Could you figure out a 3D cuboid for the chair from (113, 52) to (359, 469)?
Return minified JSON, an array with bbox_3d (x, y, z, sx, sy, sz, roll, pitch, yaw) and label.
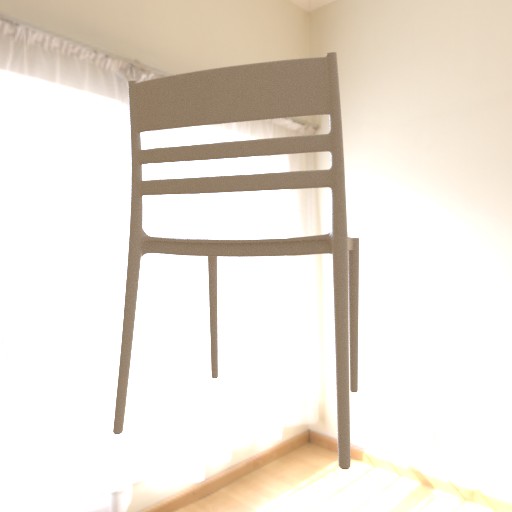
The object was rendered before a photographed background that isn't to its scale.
[{"bbox_3d":[0.000,0.000,1.139,0.531,0.800,0.511,0,1,18],"label":"chair"}]
